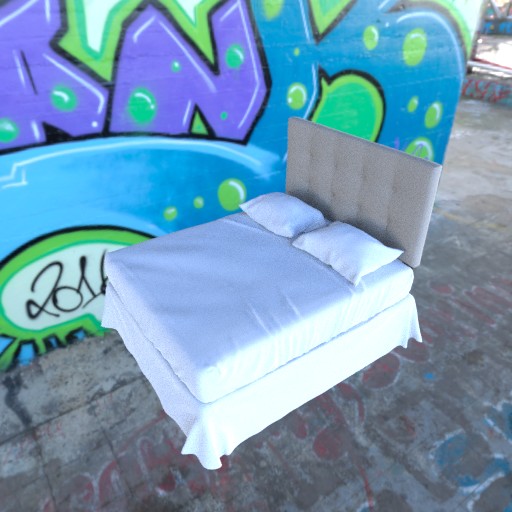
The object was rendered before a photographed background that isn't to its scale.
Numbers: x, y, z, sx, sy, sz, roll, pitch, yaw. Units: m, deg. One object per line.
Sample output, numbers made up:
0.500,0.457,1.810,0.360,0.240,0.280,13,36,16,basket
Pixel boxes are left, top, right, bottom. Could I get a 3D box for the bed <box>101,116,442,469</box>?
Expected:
0.000,0.000,3.545,2.222,1.577,1.936,-20,37,-29,bed
